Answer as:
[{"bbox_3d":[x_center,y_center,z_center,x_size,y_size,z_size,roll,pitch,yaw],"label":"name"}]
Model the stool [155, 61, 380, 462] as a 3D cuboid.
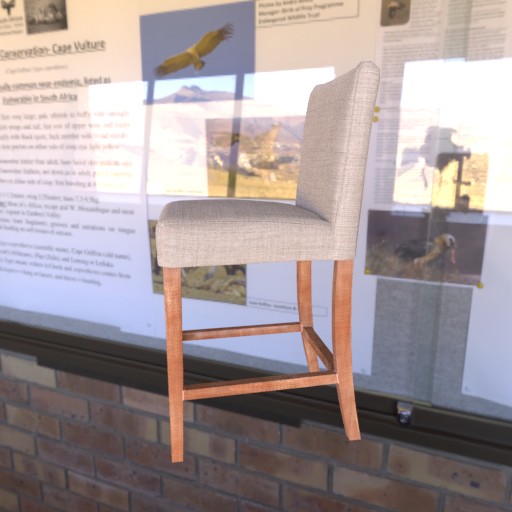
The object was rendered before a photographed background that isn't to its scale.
[{"bbox_3d":[0.000,0.000,1.336,0.567,1.039,0.454,-2,13,-9],"label":"stool"}]
